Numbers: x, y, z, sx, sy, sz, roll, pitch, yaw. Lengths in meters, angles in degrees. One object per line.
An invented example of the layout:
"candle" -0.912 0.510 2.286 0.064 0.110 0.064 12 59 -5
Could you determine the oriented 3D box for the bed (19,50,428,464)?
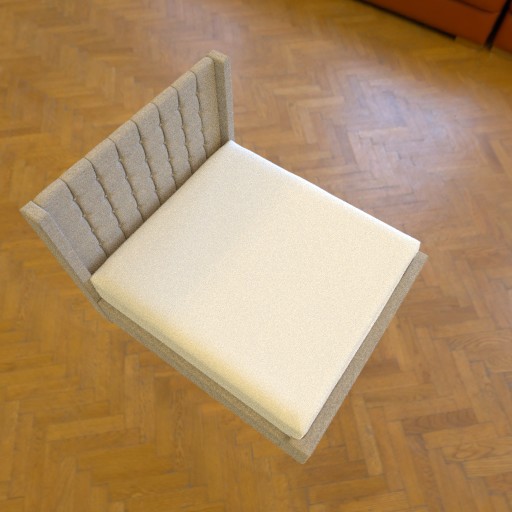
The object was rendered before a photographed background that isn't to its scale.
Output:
"bed" 0.000 0.000 3.697 2.372 1.748 2.044 31 64 17
